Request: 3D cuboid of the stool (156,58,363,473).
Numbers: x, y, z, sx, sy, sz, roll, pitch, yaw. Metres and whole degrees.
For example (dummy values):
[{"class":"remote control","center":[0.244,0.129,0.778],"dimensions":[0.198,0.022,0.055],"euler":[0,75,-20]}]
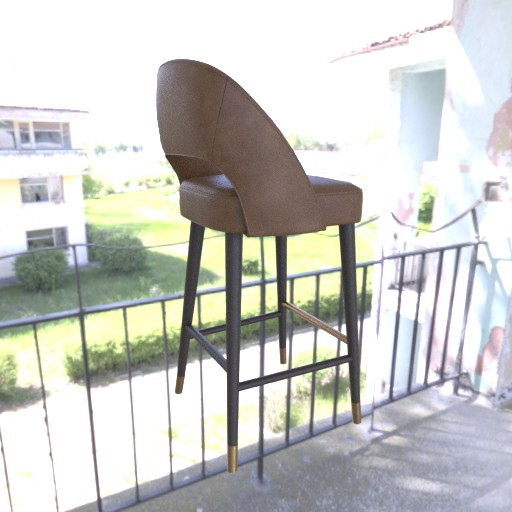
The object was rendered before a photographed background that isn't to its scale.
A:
[{"class":"stool","center":[0.000,0.000,1.316],"dimensions":[0.509,1.037,0.494],"euler":[-8,17,-28]}]
